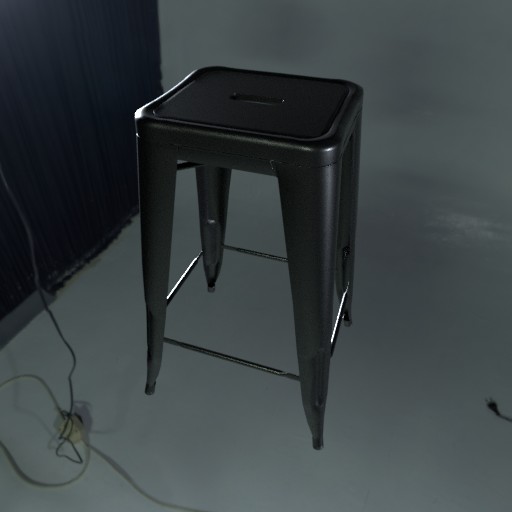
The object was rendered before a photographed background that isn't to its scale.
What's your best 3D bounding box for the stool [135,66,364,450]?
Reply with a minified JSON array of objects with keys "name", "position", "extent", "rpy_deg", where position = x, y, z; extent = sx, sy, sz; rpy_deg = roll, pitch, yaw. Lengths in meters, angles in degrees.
[{"name":"stool","position":[0.000,0.000,0.849],"extent":[0.399,0.609,0.359],"rpy_deg":[12,41,14]}]
